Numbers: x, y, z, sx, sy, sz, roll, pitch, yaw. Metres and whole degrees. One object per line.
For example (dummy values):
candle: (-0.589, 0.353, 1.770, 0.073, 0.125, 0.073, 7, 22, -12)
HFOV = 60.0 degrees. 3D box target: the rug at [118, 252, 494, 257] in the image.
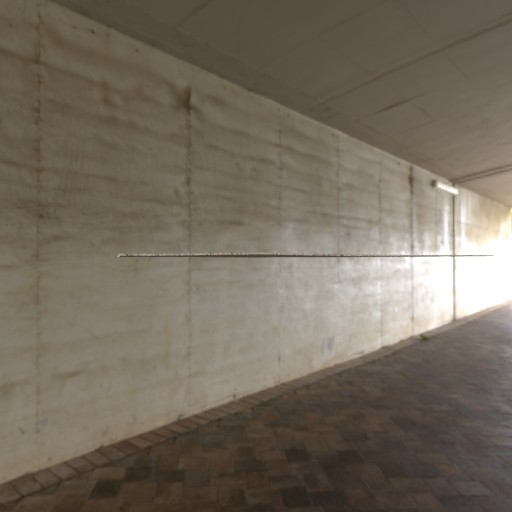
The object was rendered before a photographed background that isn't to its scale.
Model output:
rug: (0.000, 0.000, 4.085, 2.430, 0.030, 3.054, 0, 0, -18)
